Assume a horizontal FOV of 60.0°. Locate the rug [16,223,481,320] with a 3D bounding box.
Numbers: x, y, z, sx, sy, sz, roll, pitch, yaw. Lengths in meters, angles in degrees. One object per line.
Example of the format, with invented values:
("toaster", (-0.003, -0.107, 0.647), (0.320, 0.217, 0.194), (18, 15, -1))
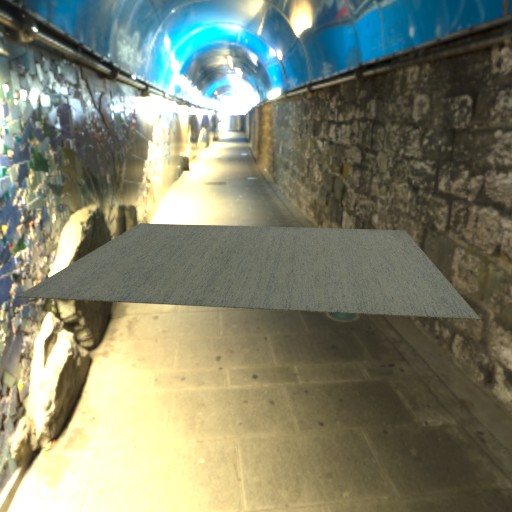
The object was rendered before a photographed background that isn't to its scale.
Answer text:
("rug", (0.000, 0.000, 4.181), (3.197, 0.006, 2.438), (2, 17, 7))
